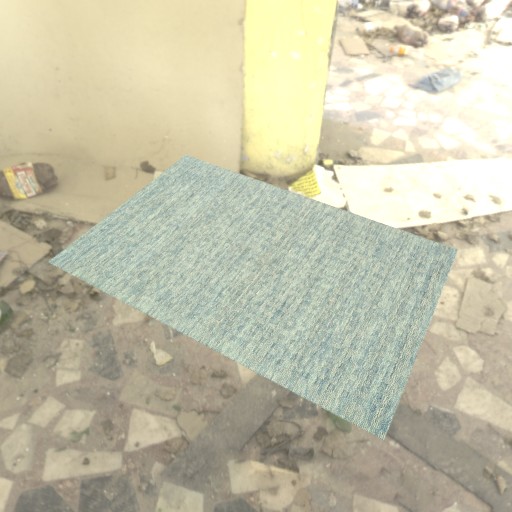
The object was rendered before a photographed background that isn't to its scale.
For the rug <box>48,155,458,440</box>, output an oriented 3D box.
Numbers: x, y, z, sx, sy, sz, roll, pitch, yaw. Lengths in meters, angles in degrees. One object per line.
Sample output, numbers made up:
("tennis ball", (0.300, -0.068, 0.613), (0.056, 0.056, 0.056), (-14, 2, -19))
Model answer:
("rug", (0.000, 0.000, 2.262), (1.752, 0.006, 1.142), (23, 49, 21))
